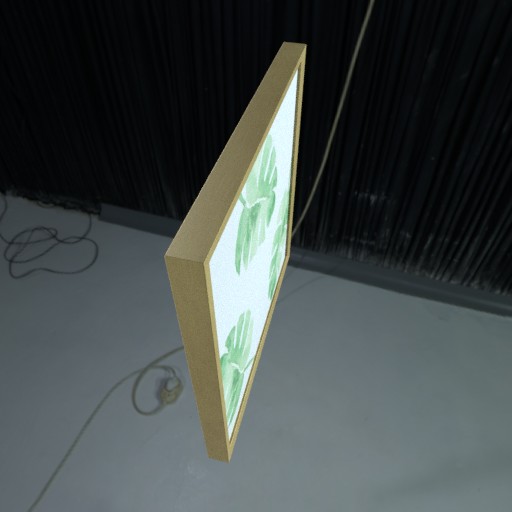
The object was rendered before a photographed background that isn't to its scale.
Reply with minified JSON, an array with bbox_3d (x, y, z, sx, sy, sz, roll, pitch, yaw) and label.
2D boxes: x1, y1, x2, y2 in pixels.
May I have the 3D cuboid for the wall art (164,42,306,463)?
[{"bbox_3d":[0.000,0.000,0.749,0.038,0.508,0.508,11,47,10],"label":"wall art"}]
